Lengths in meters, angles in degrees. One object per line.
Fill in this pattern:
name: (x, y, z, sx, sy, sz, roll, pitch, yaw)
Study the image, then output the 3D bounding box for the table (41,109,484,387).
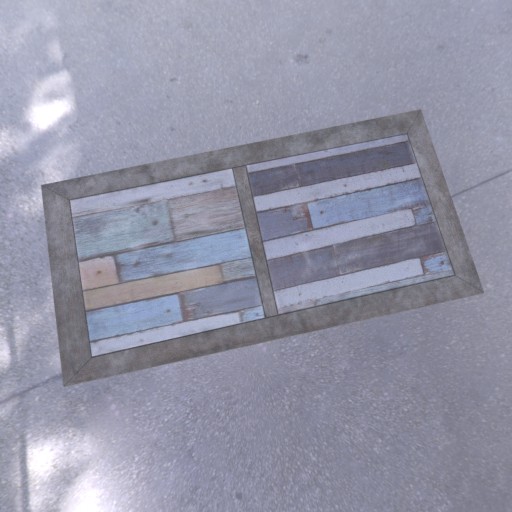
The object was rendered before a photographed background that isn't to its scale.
table: (0.000, 0.000, 1.549, 1.219, 0.470, 0.610, -12, 77, -3)
